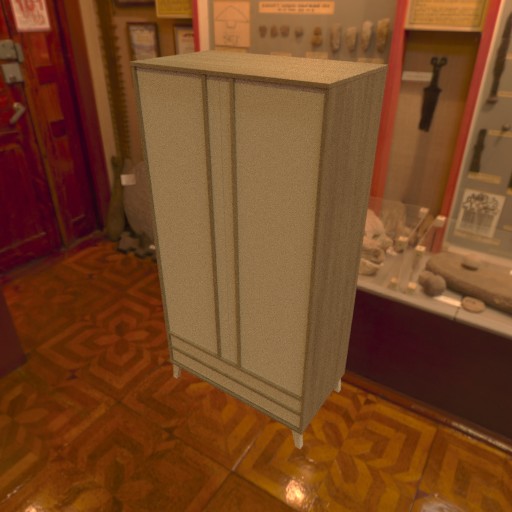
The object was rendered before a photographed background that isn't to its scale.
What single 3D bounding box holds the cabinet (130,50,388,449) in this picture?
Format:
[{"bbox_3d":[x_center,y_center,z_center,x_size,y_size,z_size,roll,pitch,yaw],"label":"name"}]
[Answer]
[{"bbox_3d":[0.000,0.000,2.487,1.006,1.999,0.571,19,36,29],"label":"cabinet"}]
